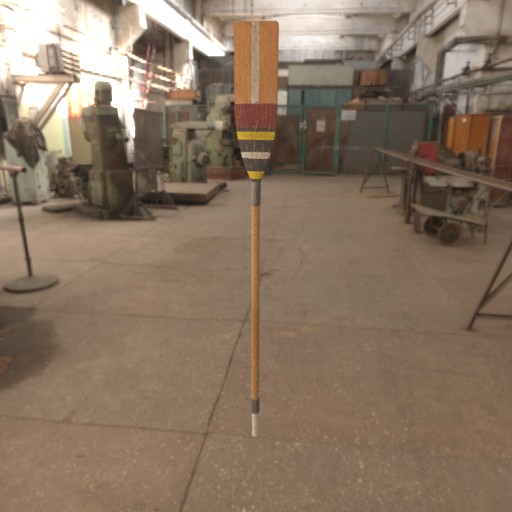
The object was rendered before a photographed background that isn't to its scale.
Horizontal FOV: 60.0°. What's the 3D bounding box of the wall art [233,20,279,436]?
[{"bbox_3d":[0.000,0.000,1.628,0.146,1.556,0.038,3,16,9],"label":"wall art"}]
